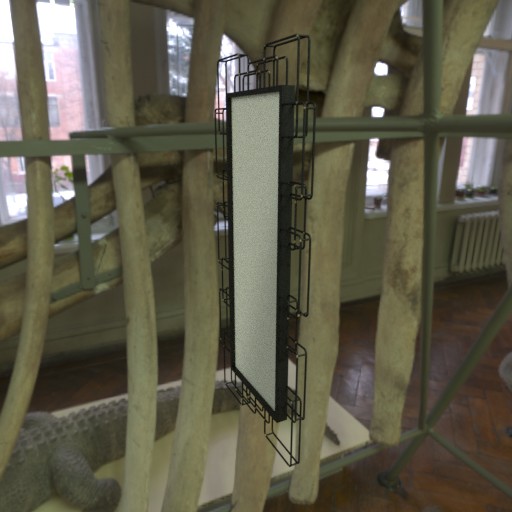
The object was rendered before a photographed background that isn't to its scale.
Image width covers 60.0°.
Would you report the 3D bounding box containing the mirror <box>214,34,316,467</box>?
[{"bbox_3d":[0.000,0.000,1.395,0.037,1.192,0.565,-8,18,-25],"label":"mirror"}]
